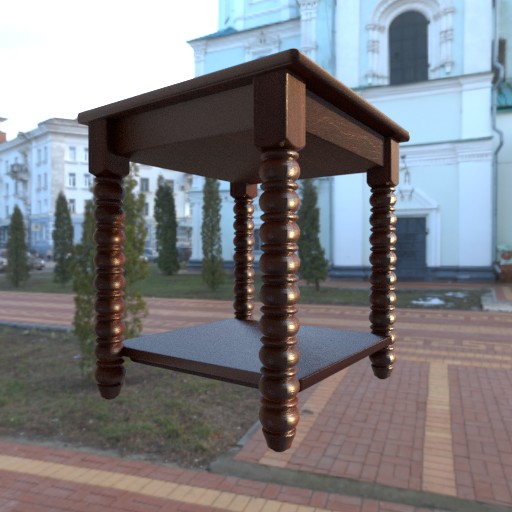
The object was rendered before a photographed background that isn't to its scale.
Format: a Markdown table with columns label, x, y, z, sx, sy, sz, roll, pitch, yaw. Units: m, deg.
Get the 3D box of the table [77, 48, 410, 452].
| label | x | y | z | sx | sy | sz | roll | pitch | yaw |
| --- | --- | --- | --- | --- | --- | --- | --- | --- | --- |
| table | 0.000 | 0.000 | 0.953 | 0.500 | 0.567 | 0.533 | 0 | 1 | 35 |
